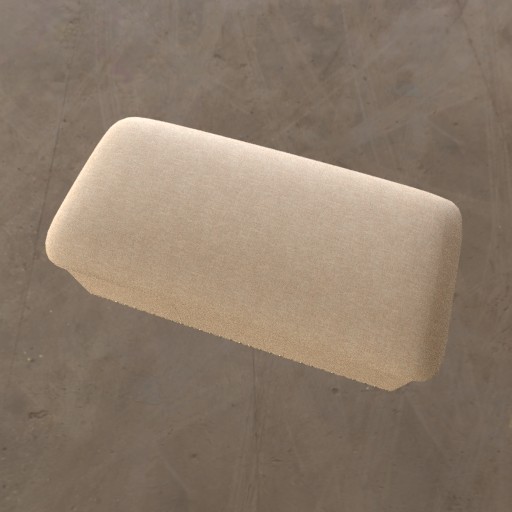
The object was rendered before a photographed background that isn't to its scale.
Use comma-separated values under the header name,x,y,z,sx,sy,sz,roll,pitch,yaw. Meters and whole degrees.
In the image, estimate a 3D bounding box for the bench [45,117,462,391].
name,x,y,z,sx,sy,sz,roll,pitch,yaw
bench,0.000,0.000,1.247,0.991,0.483,0.483,17,66,8
